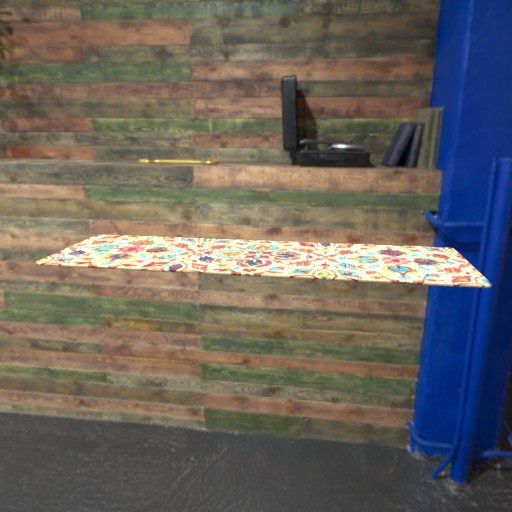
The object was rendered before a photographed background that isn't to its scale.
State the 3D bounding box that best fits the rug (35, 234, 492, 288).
[{"bbox_3d":[0.000,0.000,2.485,2.273,0.016,0.693,2,16,9],"label":"rug"}]
